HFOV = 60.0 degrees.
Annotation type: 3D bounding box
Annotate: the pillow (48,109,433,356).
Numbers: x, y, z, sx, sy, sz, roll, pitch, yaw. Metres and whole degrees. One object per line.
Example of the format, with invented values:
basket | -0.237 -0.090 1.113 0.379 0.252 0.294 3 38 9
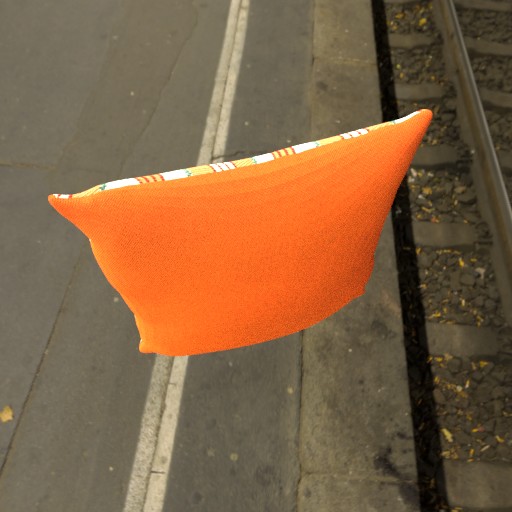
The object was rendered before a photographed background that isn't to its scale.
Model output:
pillow | 0.000 0.000 0.658 0.440 0.441 0.182 -14 59 -9
